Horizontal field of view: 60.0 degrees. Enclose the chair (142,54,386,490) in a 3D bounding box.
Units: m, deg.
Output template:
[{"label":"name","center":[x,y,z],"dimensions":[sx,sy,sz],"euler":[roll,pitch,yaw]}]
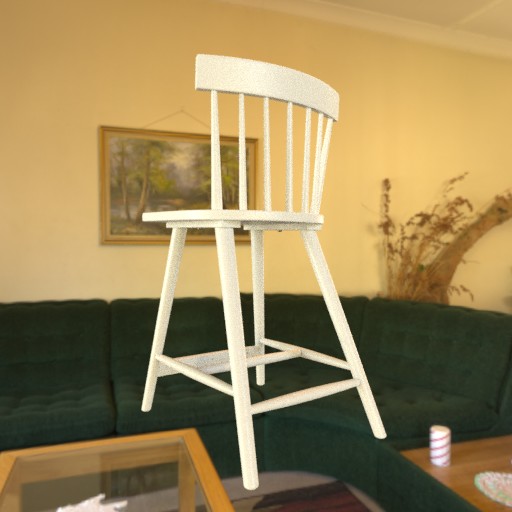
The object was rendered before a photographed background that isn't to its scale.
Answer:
[{"label":"chair","center":[0.000,0.000,1.255],"dimensions":[0.483,0.952,0.572],"euler":[-1,1,-36]}]
